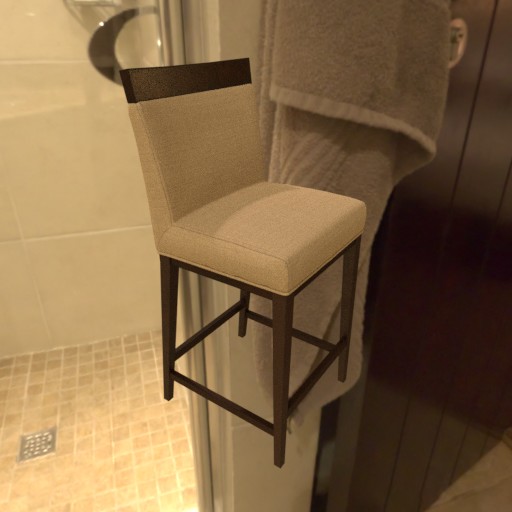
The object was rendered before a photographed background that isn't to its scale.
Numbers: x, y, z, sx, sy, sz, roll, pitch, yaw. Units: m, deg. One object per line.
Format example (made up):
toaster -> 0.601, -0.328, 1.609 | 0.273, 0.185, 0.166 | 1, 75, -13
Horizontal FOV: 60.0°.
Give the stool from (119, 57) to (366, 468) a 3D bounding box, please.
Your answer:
stool -> 0.000, 0.000, 1.411 | 0.531, 1.117, 0.511 | 18, 32, 31
